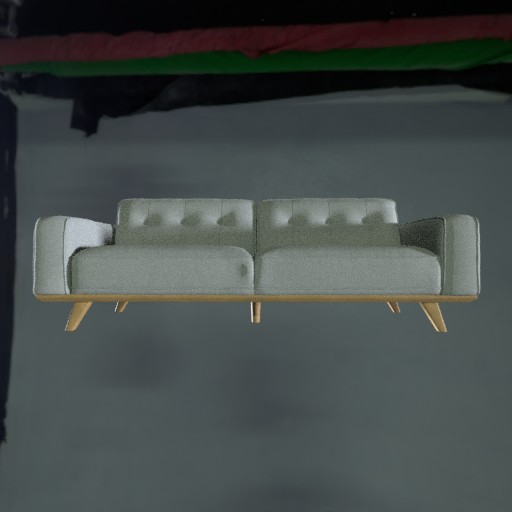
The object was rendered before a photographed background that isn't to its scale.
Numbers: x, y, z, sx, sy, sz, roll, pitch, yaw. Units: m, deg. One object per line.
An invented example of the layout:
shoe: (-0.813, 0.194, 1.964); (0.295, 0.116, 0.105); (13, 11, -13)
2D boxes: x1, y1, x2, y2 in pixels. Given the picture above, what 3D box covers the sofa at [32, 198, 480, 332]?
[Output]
sofa: (0.000, 0.000, 2.678); (2.270, 0.781, 0.956); (0, 0, 1)
